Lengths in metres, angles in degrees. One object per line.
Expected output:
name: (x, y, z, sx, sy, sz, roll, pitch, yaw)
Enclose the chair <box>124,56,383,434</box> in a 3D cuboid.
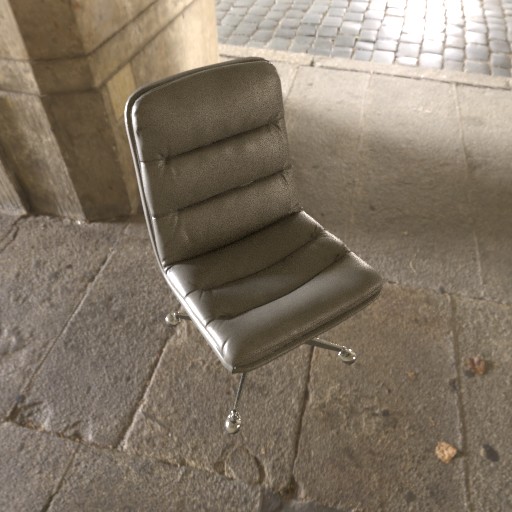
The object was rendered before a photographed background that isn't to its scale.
chair: (0.000, 0.000, 1.056, 0.422, 0.738, 0.485, -25, 52, -21)
